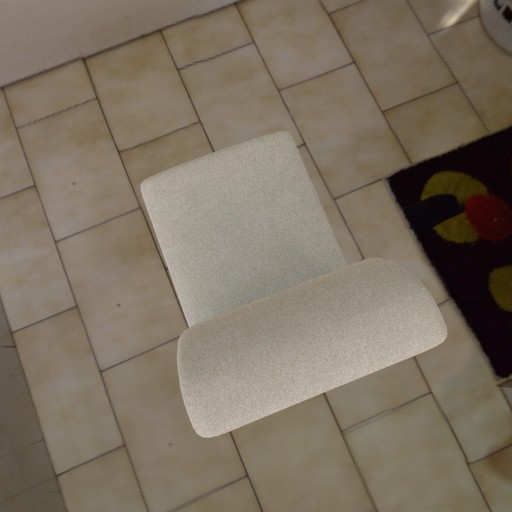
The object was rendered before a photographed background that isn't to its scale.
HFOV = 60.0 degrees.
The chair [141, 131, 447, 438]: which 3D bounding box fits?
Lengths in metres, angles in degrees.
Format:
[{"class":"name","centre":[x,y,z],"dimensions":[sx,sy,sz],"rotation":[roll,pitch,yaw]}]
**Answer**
[{"class":"chair","centre":[0.000,0.000,1.289],"dimensions":[0.521,0.833,0.754],"rotation":[-21,78,-5]}]
